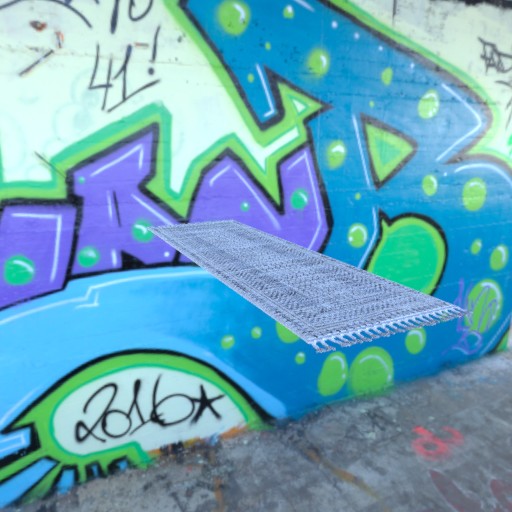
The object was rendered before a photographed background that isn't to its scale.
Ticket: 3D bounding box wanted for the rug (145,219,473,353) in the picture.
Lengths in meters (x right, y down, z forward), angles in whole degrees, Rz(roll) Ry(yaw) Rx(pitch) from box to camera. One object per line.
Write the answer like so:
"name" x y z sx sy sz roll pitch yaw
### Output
"rug" 0.000 0.000 2.725 0.786 0.013 2.480 -7 17 -26
